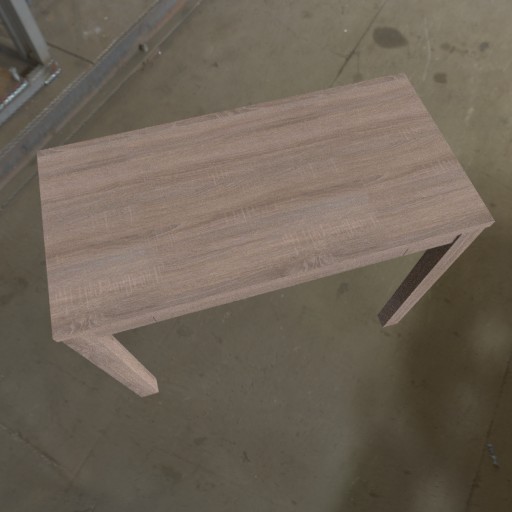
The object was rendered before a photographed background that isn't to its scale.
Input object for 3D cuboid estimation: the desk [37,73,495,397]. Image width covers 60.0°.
[{"bbox_3d":[0.000,0.000,1.395,0.991,0.762,0.495,-14,64,-7],"label":"desk"}]
